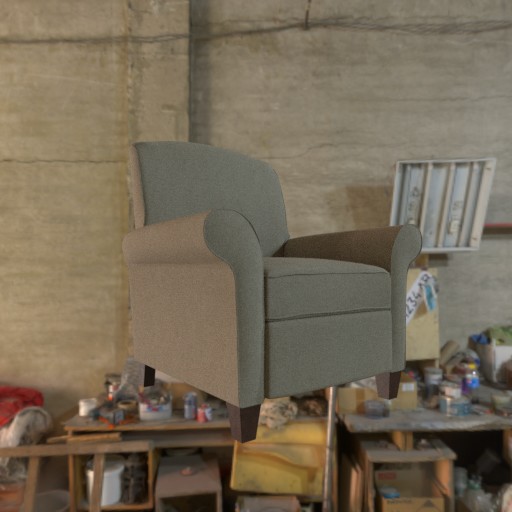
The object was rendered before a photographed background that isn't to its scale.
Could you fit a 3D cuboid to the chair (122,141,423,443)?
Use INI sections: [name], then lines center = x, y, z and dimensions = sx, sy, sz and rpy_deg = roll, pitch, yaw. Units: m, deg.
[chair]
center = 0.000, 0.000, 1.781
dimensions = 0.978, 1.061, 0.905
rpy_deg = 1, -1, -37
